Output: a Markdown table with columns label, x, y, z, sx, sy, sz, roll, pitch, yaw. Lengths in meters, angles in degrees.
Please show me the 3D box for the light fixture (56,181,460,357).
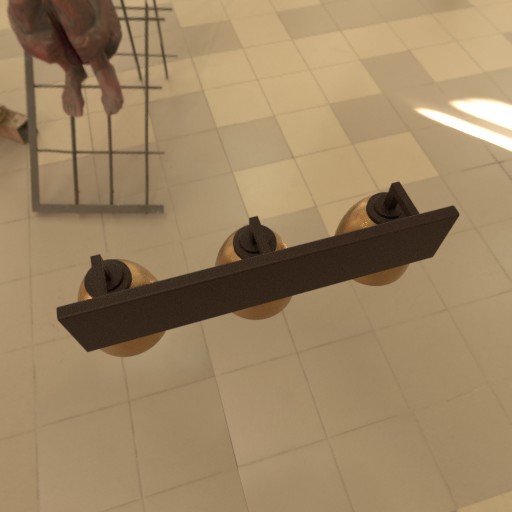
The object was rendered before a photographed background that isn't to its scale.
| label | x | y | z | sx | sy | sz | roll | pitch | yaw |
| --- | --- | --- | --- | --- | --- | --- | --- | --- | --- |
| light fixture | 0.000 | 0.000 | 0.694 | 0.582 | 0.204 | 0.157 | -14 | 59 | -9 |
